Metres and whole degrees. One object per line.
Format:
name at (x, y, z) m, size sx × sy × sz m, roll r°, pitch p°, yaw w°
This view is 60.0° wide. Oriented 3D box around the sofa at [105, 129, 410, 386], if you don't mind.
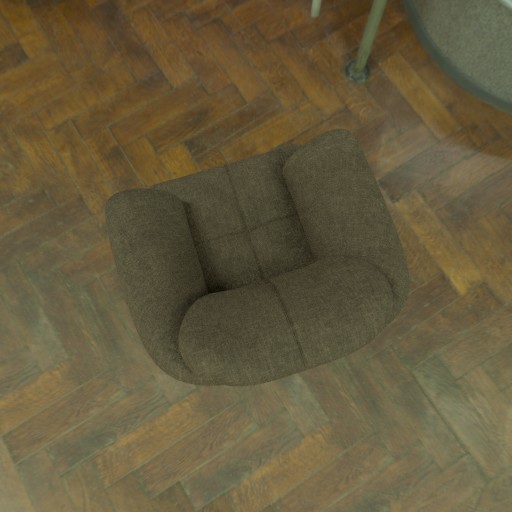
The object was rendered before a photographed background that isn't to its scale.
sofa at (0.000, 0.000, 1.529) m, size 0.870 × 0.811 × 0.794 m, roll -17°, pitch 77°, yaw -4°
